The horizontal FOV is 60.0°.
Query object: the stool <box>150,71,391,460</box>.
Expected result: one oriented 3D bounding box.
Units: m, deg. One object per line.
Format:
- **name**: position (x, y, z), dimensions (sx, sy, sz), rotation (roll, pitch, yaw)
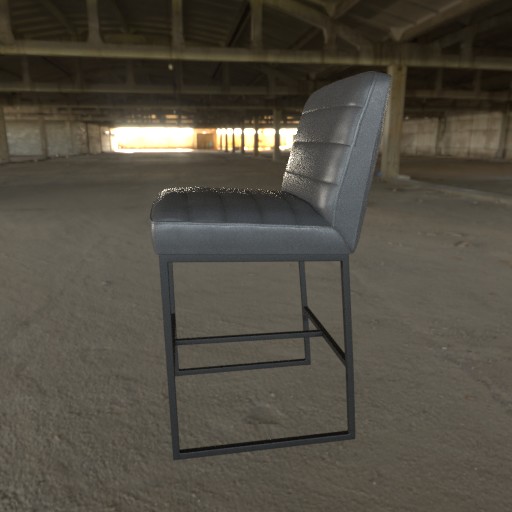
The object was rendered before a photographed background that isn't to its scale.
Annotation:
- **stool**: position (0.000, 0.000, 1.255), dimensions (0.552, 0.938, 0.457), rotation (-2, 15, -10)
